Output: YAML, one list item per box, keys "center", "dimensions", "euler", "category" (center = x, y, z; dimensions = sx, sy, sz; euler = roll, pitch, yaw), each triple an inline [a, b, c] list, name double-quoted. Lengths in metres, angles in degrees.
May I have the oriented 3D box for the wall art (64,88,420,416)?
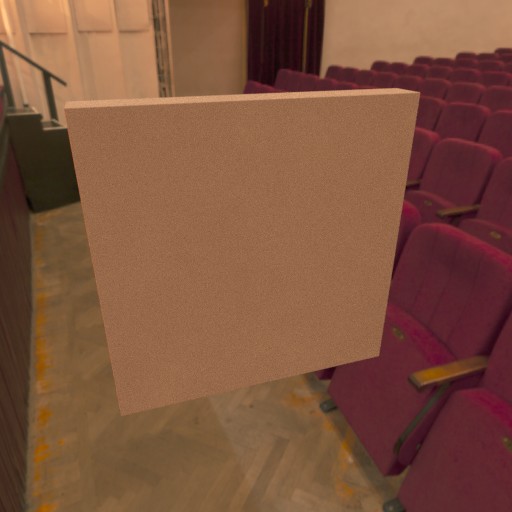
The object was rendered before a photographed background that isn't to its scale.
- center: [0.000, 0.000, 0.447]
  dimensions: [0.305, 0.305, 0.038]
  euler: [-8, 28, -16]
  category: "wall art"
